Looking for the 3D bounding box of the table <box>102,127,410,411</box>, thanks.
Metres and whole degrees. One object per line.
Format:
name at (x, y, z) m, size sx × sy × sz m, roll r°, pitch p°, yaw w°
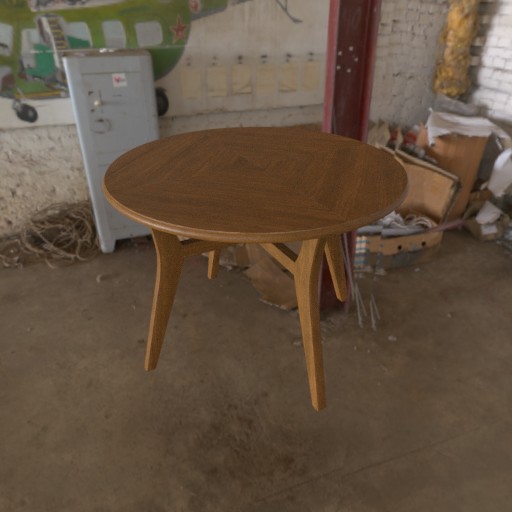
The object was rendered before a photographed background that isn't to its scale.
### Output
table at (0.000, 0.000, 1.773) m, size 1.055 × 0.757 × 1.055 m, roll 0°, pitch 31°, yaw 0°
